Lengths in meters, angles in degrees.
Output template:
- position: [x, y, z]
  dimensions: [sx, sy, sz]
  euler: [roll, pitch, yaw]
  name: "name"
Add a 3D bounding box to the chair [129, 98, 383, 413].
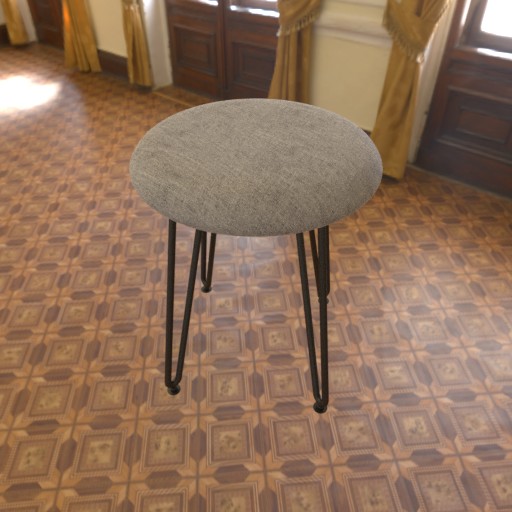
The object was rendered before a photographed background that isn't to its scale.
- position: [0.000, 0.000, 0.655]
  dimensions: [0.350, 0.386, 0.350]
  euler: [-26, 46, -28]
  name: "chair"
